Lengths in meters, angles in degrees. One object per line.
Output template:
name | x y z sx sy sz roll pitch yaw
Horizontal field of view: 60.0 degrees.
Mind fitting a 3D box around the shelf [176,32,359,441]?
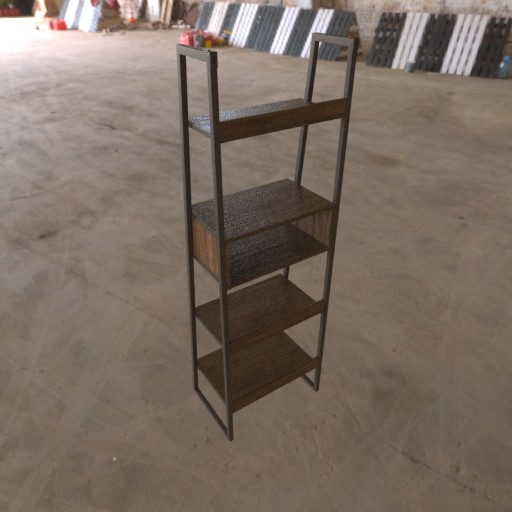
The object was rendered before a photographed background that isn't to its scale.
shelf | 0.000 0.000 2.245 0.652 2.005 0.454 -20 38 -28
